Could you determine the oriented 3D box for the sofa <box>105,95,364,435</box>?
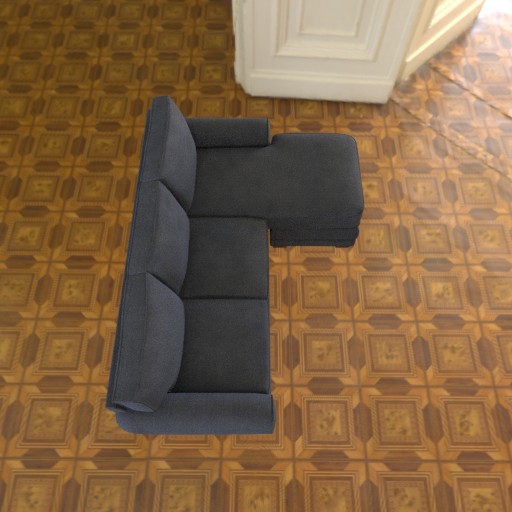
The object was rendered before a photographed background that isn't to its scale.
[{"bbox_3d":[0.000,0.000,3.409,1.780,1.063,2.567,0,64,0],"label":"sofa"}]
